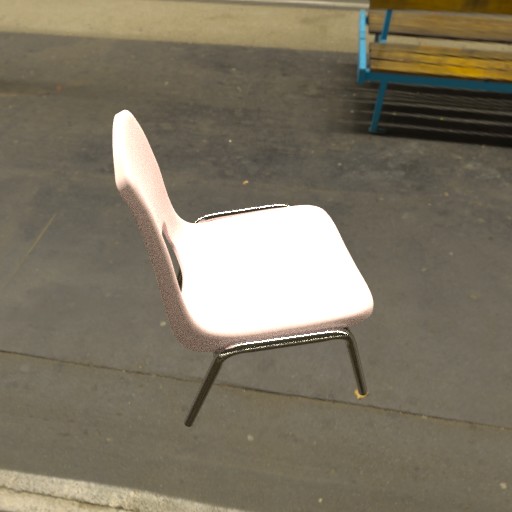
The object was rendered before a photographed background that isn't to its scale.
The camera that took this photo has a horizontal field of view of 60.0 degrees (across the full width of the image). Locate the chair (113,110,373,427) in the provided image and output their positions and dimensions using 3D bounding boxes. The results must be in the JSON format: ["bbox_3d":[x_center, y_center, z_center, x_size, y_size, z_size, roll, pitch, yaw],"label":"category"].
[{"bbox_3d":[0.000,0.000,0.796,0.385,0.537,0.354,-9,46,-9],"label":"chair"}]
